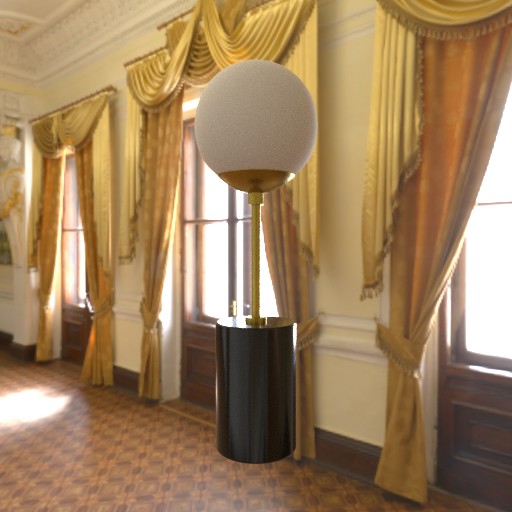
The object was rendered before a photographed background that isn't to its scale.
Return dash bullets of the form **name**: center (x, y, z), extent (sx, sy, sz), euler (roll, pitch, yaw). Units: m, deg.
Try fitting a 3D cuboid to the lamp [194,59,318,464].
- **lamp**: center (0.000, 0.000, 0.560), extent (0.153, 0.480, 0.153), euler (0, 1, 0)
